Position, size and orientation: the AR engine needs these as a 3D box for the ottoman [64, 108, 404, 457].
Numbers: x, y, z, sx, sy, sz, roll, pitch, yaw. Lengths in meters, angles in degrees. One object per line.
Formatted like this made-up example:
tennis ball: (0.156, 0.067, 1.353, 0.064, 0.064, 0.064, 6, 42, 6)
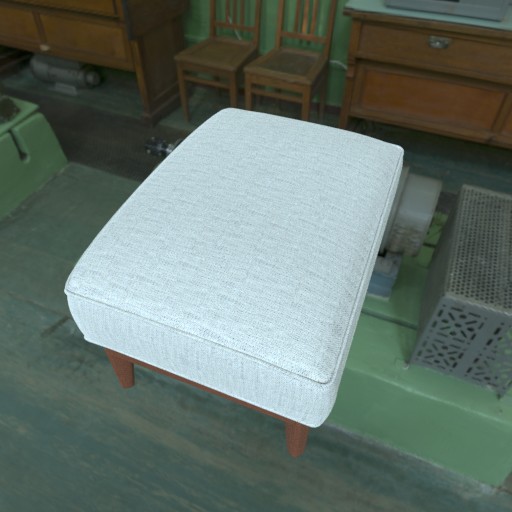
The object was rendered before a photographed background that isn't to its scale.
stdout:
ottoman: (0.000, 0.000, 1.165, 0.594, 0.465, 0.794, 16, 49, 15)
